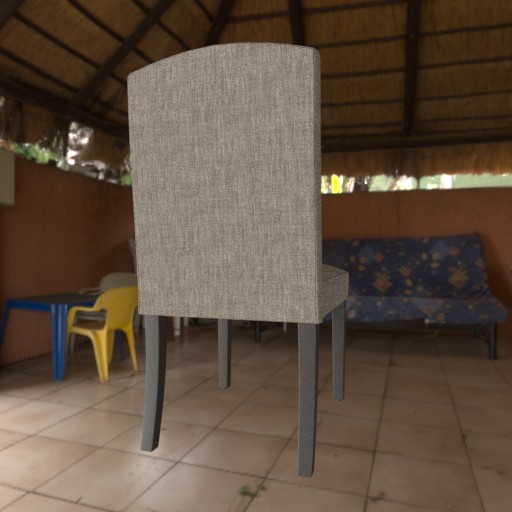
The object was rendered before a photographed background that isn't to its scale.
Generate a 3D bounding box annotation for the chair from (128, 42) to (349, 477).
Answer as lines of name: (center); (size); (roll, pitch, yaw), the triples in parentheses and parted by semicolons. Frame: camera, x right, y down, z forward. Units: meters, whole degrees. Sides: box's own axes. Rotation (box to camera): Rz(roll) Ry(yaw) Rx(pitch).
chair: (0.000, 0.000, 1.225); (0.451, 0.917, 0.580); (0, 1, 18)
